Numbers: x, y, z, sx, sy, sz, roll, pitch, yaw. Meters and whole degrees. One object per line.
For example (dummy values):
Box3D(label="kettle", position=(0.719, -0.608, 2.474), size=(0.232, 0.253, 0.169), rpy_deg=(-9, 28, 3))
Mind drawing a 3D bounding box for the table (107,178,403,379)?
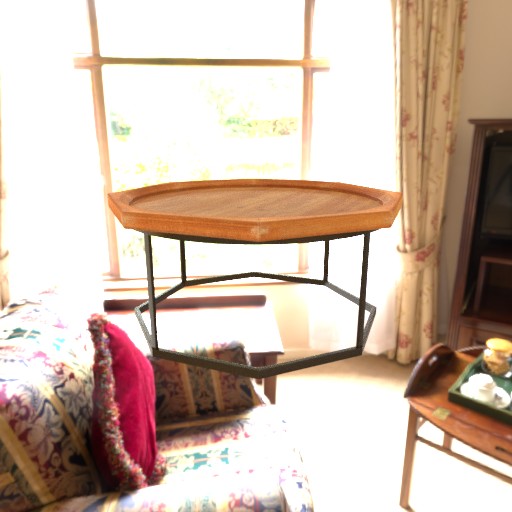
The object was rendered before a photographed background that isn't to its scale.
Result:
Box3D(label="table", position=(0.000, 0.000, 1.560), size=(1.002, 0.444, 1.002), rpy_deg=(0, 16, 0))
